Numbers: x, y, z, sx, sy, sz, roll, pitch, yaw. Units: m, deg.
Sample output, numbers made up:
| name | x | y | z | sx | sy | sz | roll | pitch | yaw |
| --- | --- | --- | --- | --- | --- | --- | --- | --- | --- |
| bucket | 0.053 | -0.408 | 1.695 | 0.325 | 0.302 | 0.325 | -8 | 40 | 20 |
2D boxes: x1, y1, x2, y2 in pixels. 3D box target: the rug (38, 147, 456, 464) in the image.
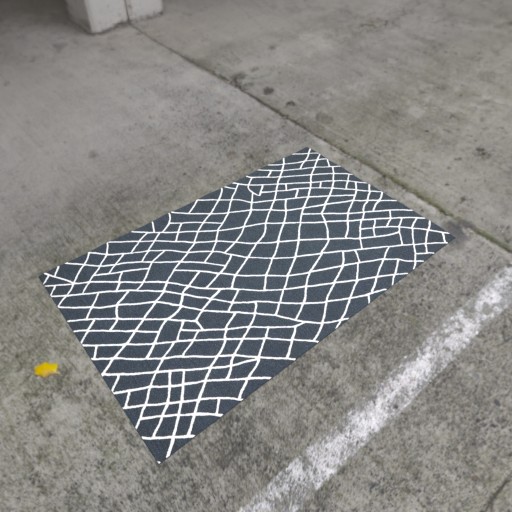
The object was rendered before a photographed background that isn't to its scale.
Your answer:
| name | x | y | z | sx | sy | sz | roll | pitch | yaw |
| --- | --- | --- | --- | --- | --- | --- | --- | --- | --- |
| rug | 0.000 | 0.000 | 3.035 | 2.448 | 0.017 | 1.529 | -31 | 53 | -26 |
